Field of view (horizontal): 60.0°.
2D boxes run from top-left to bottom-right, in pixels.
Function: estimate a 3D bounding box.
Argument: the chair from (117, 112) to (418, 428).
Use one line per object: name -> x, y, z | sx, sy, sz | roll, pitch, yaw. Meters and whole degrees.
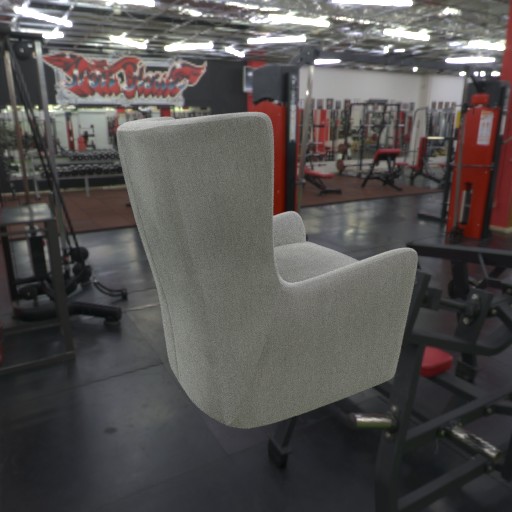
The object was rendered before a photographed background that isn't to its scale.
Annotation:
chair -> 0.000, 0.000, 1.653 | 0.904, 1.000, 0.779 | -8, 18, -26
